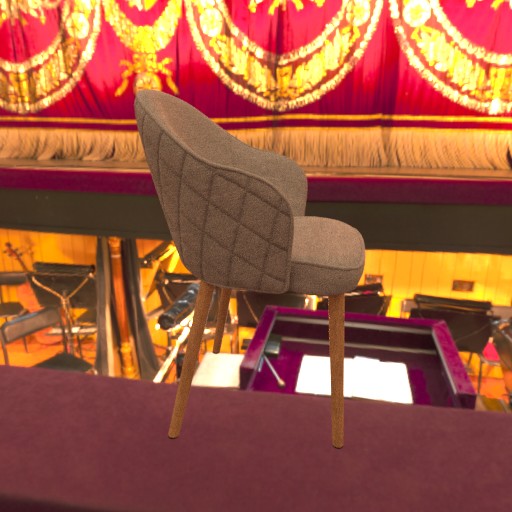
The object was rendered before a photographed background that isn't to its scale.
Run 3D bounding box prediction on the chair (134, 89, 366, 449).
[{"bbox_3d":[0.000,0.000,1.129,0.530,0.800,0.540,3,17,9],"label":"chair"}]
